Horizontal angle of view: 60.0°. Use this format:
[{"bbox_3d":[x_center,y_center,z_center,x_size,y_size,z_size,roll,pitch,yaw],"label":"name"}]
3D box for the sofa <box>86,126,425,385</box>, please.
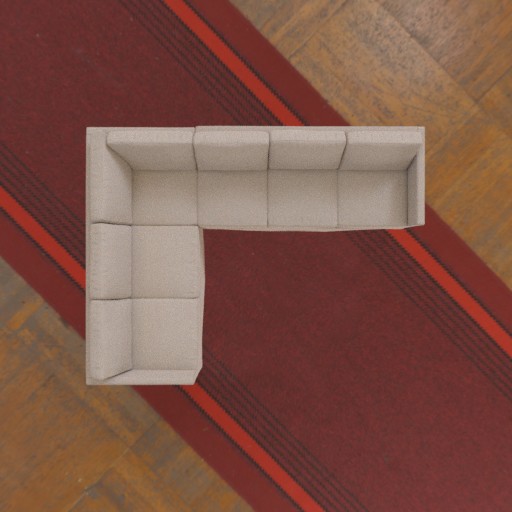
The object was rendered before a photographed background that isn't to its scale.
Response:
[{"bbox_3d":[0.000,0.000,4.385,3.182,0.871,2.432,0,90,0],"label":"sofa"}]
